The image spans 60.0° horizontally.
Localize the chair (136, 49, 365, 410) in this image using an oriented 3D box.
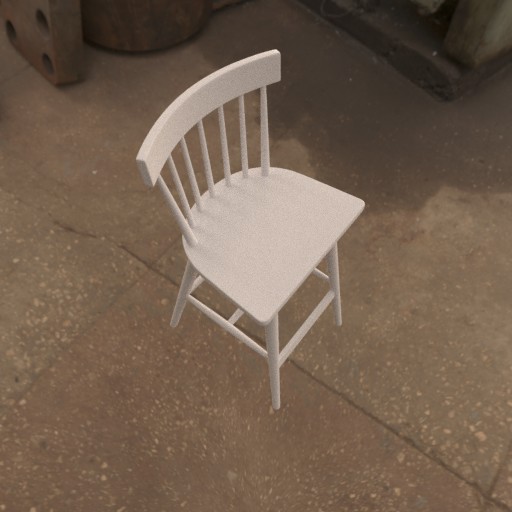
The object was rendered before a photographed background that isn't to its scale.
[{"bbox_3d":[0.000,0.000,1.417,0.572,1.092,0.483,34,64,19],"label":"chair"}]
